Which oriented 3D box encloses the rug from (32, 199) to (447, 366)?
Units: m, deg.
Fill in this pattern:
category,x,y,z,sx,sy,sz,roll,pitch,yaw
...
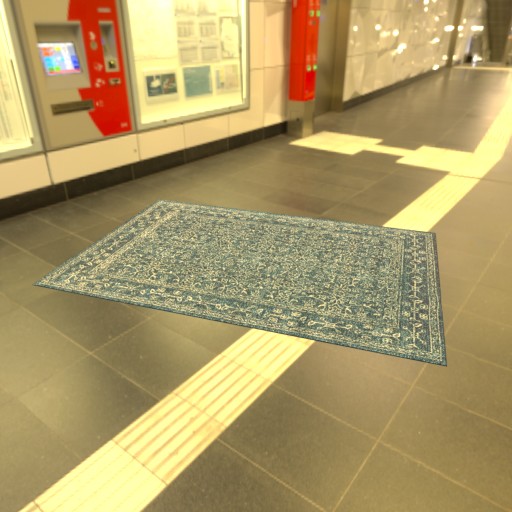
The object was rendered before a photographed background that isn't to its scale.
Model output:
category,x,y,z,sx,sy,sz,roll,pitch,yaw
rug,0.000,0.000,2.333,1.819,0.005,1.200,9,29,16
